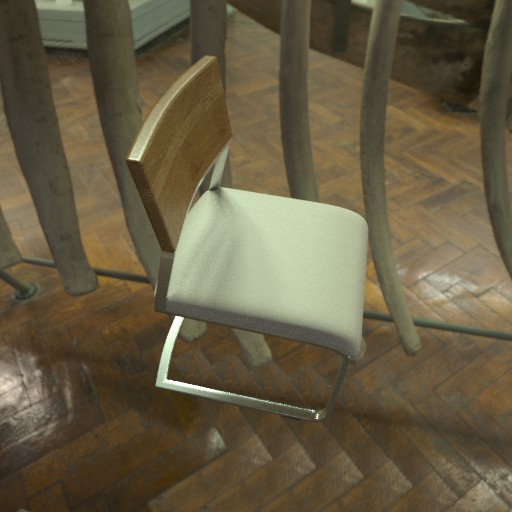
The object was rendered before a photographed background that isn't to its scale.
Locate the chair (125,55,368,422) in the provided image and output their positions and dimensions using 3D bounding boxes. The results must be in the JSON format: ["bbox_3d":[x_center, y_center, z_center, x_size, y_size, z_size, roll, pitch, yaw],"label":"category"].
[{"bbox_3d":[0.000,0.000,1.182,0.585,0.844,0.467,9,46,9],"label":"chair"}]
